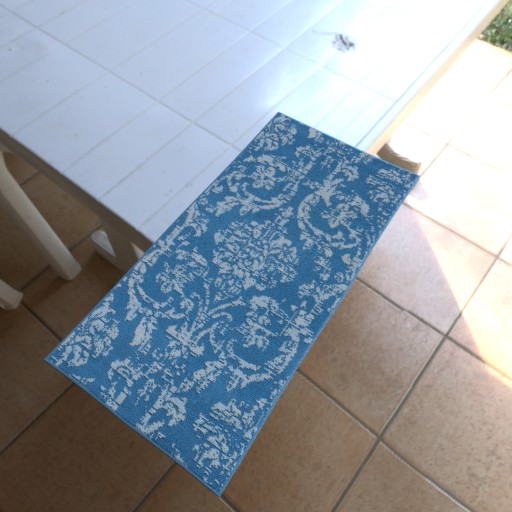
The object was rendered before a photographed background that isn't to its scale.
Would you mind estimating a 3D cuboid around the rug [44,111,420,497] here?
[{"bbox_3d":[0.000,0.000,1.407,0.604,0.007,1.219,30,63,17],"label":"rug"}]
